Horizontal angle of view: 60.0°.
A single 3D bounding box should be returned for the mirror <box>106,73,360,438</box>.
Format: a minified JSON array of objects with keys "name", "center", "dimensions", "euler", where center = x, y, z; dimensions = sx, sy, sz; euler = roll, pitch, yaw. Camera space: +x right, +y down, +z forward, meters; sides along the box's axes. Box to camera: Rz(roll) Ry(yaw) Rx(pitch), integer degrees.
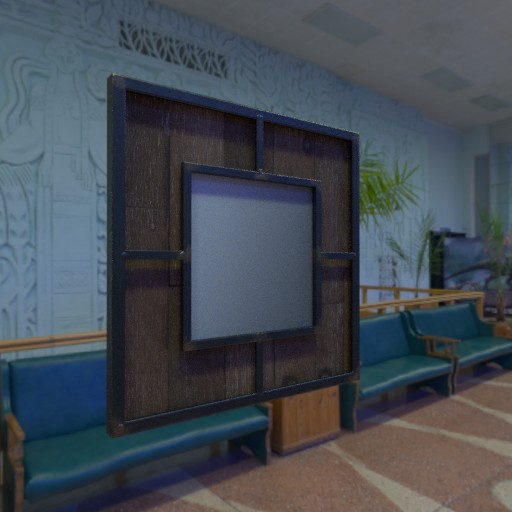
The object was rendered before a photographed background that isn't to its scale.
[{"name":"mirror","center":[0.000,0.000,0.579],"dimensions":[0.382,0.381,0.020],"euler":[0,0,-36]}]
